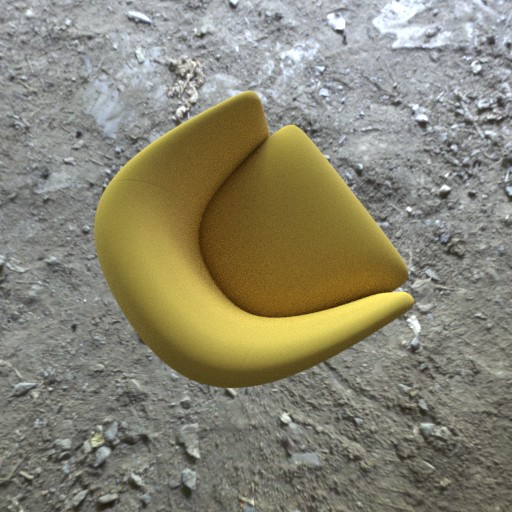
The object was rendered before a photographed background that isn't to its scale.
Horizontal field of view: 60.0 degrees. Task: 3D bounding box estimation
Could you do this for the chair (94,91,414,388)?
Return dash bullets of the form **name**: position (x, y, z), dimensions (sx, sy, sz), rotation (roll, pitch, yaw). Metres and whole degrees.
- **chair**: position (0.000, 0.000, 1.397), dimensions (0.767, 0.698, 0.773), rotation (-32, 77, -9)
